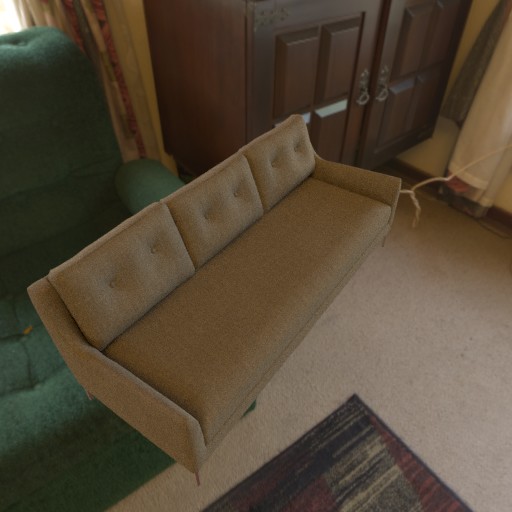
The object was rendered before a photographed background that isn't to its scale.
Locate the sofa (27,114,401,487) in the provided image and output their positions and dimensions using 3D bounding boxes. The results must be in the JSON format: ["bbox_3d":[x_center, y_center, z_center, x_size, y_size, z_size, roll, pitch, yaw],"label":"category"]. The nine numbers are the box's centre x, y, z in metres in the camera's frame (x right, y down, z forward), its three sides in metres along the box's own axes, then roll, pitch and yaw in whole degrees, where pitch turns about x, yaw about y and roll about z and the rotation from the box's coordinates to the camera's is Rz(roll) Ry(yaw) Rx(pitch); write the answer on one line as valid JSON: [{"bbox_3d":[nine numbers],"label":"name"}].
[{"bbox_3d":[0.000,0.000,2.446,0.849,0.837,2.060,25,47,26],"label":"sofa"}]
